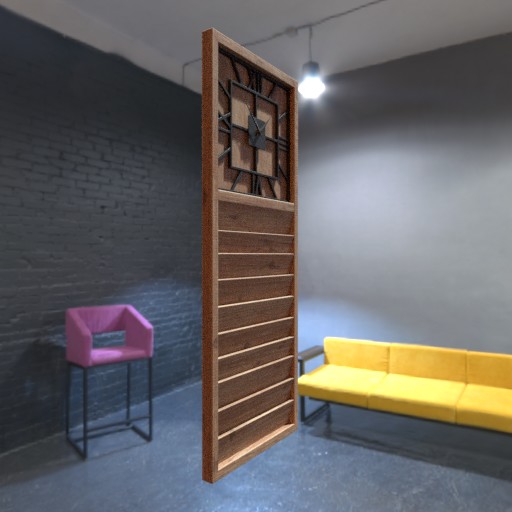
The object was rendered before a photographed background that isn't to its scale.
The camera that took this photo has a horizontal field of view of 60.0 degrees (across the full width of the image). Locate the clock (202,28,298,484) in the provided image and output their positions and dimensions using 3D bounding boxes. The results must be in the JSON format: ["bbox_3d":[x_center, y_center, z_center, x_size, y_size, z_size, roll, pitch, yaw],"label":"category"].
[{"bbox_3d":[0.000,0.000,1.091,0.030,0.965,0.361,0,0,35],"label":"clock"}]
